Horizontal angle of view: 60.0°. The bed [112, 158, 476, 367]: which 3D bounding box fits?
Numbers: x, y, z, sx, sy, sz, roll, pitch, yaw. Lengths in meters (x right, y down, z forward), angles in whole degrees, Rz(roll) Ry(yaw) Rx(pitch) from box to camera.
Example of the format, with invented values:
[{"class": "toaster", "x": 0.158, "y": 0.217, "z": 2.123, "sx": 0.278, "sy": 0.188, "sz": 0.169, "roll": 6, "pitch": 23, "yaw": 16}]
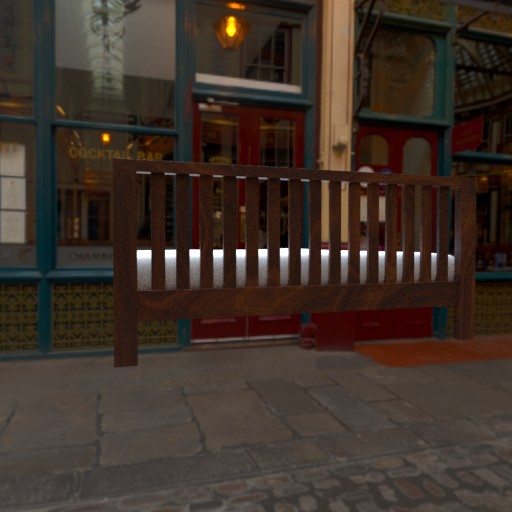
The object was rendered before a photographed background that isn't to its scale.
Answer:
[{"class": "bed", "x": 0.000, "y": 0.000, "z": 3.134, "sx": 1.905, "sy": 0.890, "sz": 2.030, "roll": 0, "pitch": 2, "yaw": -17}]
